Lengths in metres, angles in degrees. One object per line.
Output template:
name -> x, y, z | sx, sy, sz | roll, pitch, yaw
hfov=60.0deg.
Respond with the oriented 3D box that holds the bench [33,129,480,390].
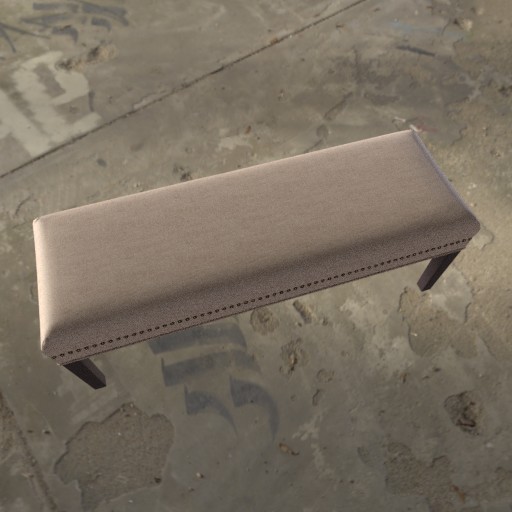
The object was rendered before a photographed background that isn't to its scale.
bench -> 0.000, 0.000, 1.410 | 1.219, 0.457, 0.410 | -15, 60, -9
